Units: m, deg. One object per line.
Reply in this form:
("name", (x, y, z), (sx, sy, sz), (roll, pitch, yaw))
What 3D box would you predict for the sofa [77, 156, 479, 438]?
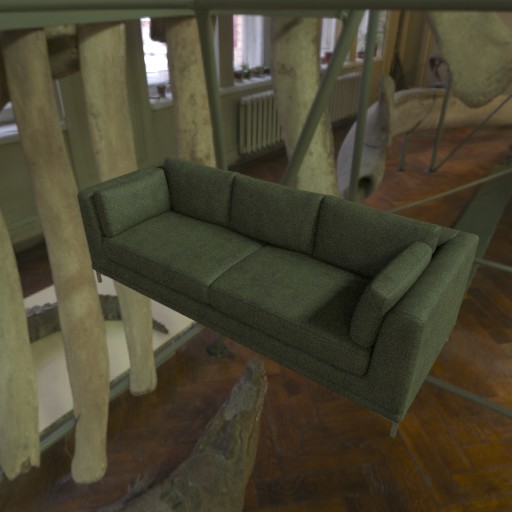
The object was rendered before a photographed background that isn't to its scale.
("sofa", (0.000, 0.000, 2.926), (2.415, 0.867, 0.969), (20, 36, 31))
